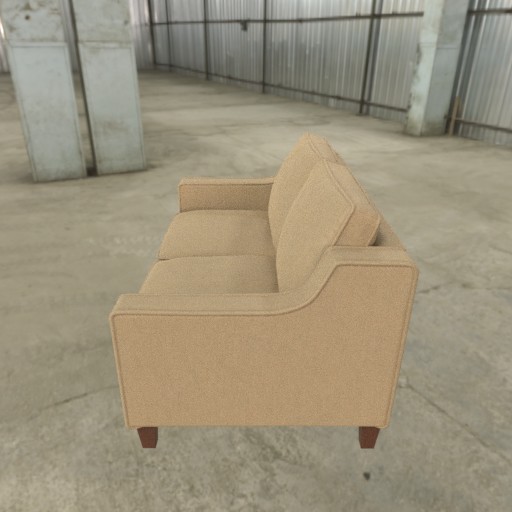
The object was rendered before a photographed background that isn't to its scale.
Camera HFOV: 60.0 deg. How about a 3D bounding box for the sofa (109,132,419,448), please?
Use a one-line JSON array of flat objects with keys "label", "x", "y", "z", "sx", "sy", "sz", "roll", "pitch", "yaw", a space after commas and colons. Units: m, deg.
[{"label": "sofa", "x": 0.000, "y": 0.000, "z": 2.142, "sx": 0.987, "sy": 0.971, "sz": 1.501, "roll": 0, "pitch": 26, "yaw": 0}]
